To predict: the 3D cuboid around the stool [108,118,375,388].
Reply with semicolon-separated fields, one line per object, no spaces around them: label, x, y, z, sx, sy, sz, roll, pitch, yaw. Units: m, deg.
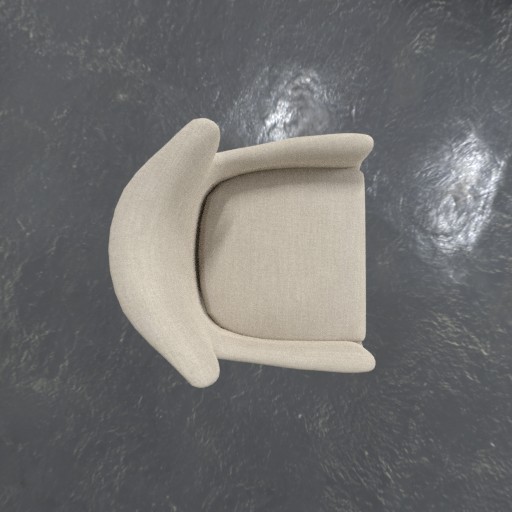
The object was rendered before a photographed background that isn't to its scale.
stool;0.000;0.000;1.427;0.637;0.987;0.615;0;88;1
